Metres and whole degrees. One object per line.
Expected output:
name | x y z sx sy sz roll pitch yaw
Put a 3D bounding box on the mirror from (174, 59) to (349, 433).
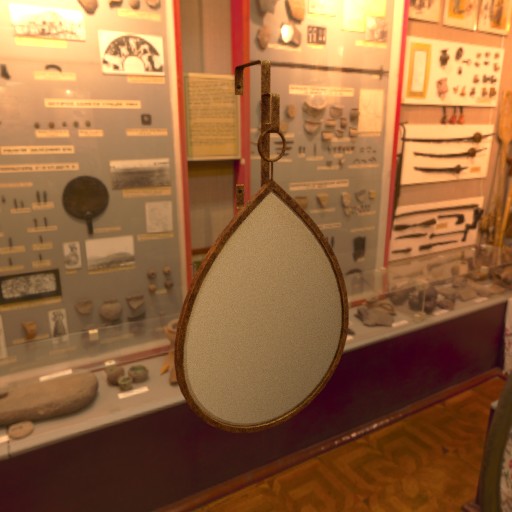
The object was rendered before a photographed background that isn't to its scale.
mirror | 0.000 0.000 0.921 0.405 0.744 0.144 -8 18 -28
